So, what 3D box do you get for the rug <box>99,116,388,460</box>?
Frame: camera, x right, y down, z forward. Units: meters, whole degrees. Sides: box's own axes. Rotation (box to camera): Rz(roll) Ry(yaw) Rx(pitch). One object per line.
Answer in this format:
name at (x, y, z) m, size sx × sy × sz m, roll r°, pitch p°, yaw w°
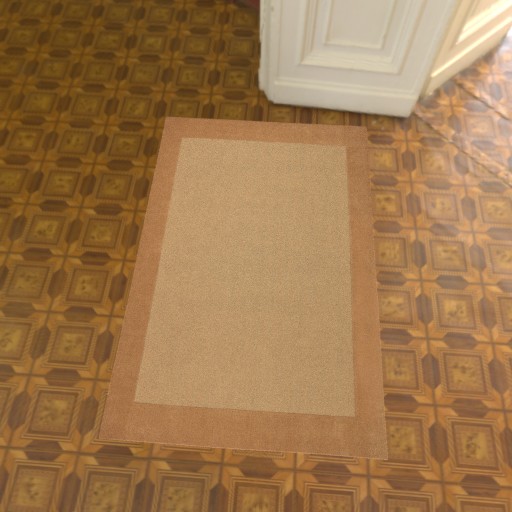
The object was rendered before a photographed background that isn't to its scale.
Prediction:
rug at (0.000, 0.000, 2.276) m, size 1.219 × 0.014 × 1.829 m, roll 3°, pitch 63°, yaw 2°
